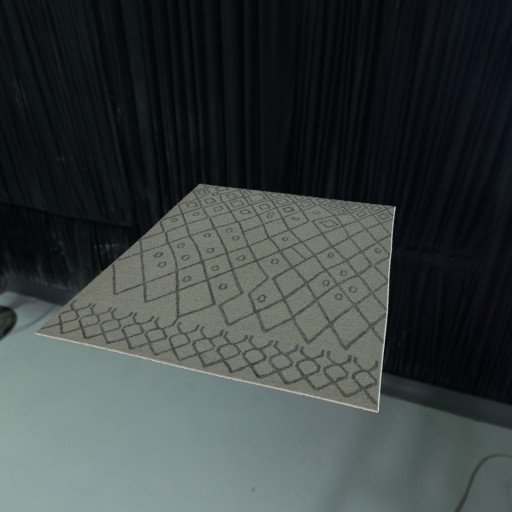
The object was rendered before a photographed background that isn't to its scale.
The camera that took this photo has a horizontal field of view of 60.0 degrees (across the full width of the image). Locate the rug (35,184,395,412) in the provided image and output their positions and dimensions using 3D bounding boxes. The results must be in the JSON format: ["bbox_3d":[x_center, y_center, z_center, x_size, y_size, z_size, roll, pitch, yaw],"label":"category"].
[{"bbox_3d":[0.000,0.000,4.170,2.446,0.015,3.046,9,32,14],"label":"rug"}]
